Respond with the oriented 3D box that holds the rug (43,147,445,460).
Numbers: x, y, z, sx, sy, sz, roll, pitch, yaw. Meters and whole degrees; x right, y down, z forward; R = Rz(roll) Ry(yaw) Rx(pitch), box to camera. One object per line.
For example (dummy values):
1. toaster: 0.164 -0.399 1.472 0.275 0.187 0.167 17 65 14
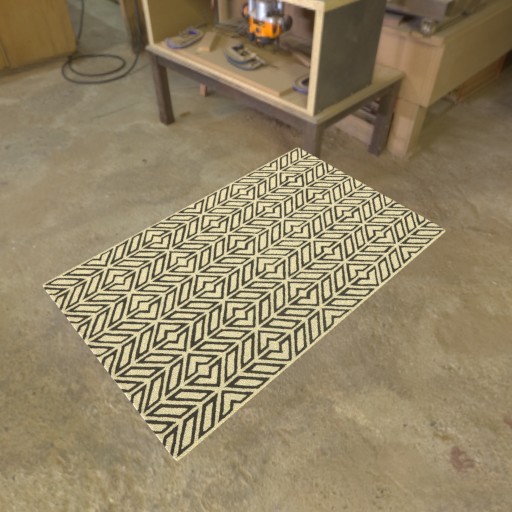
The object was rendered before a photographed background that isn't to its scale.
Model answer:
1. rug: 0.000 0.000 3.105 2.438 0.008 1.523 -33 55 -28
